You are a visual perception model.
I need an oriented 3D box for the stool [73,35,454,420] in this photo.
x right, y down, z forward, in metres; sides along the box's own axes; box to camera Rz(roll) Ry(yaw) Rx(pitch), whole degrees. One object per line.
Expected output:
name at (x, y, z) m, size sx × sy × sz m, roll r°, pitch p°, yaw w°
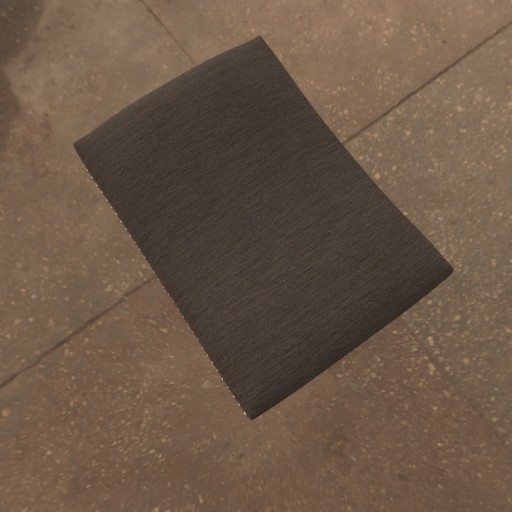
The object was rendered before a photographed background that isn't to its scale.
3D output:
stool at (0.000, 0.000, 0.947) m, size 0.372 × 0.654 × 0.504 m, roll -34°, pitch 77°, yaw -9°
